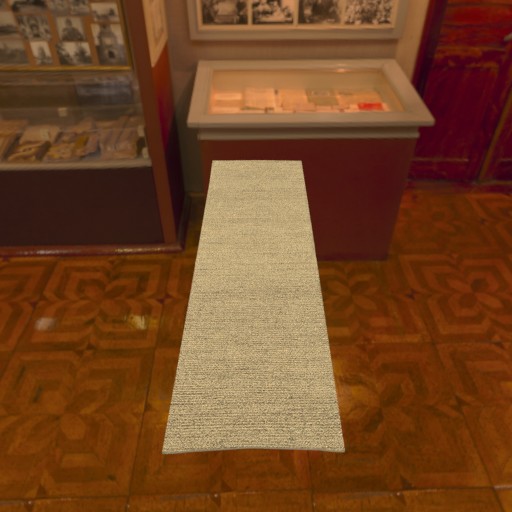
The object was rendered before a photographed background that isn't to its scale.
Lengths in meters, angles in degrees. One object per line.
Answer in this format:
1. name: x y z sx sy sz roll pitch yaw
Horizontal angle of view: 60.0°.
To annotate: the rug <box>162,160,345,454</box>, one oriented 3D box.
1. rug: 0.000 0.000 2.555 0.692 0.032 2.320 0 40 0
